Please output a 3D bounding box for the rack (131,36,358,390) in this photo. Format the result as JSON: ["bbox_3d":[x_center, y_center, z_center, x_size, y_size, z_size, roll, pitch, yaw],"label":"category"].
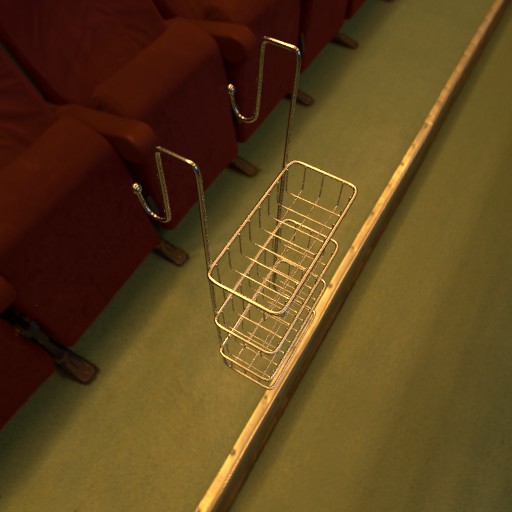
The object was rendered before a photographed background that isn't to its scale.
[{"bbox_3d":[0.000,0.000,0.673,0.202,0.574,0.228,27,62,15],"label":"rack"}]
